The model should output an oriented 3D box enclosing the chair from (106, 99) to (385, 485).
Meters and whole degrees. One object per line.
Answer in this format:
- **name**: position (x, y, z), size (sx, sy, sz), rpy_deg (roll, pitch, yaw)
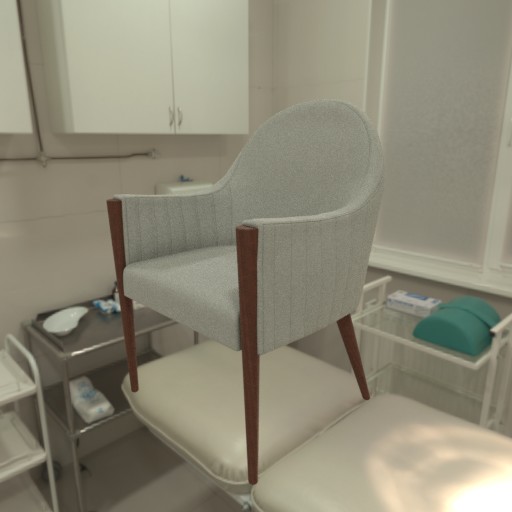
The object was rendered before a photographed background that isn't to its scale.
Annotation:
- **chair**: position (0.000, 0.000, 1.287), size (0.620, 0.889, 0.610), rpy_deg (-14, 21, -43)
